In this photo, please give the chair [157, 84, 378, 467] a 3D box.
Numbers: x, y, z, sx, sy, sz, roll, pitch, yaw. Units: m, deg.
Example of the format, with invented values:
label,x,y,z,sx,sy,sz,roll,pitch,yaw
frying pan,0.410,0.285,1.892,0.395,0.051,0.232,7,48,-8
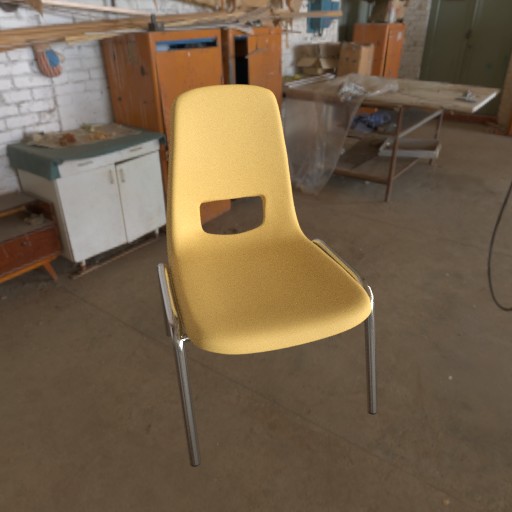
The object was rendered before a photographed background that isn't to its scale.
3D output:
label,x,y,z,sx,sy,sz,roll,pitch,yaw
chair,0.000,0.000,0.803,0.354,0.536,0.385,-9,30,-16
